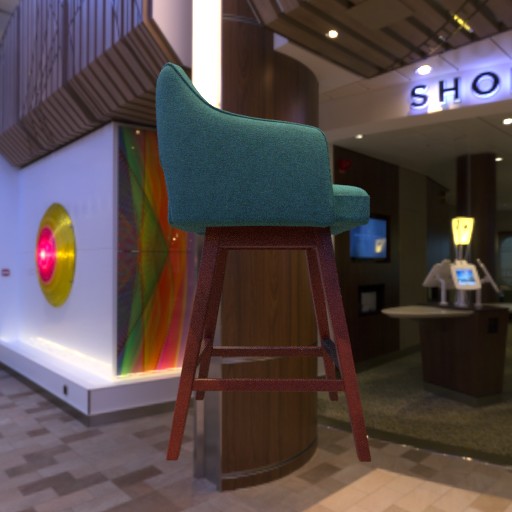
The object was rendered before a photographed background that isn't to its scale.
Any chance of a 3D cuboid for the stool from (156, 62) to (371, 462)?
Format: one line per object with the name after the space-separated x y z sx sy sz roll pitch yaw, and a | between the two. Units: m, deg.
0.000 0.000 1.272 0.556 0.961 0.548 0 -1 1 | stool
